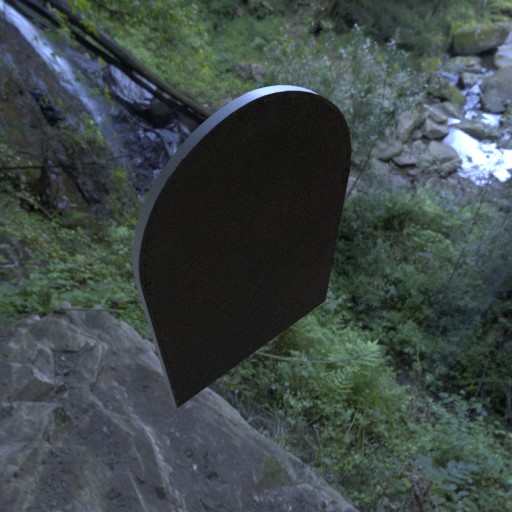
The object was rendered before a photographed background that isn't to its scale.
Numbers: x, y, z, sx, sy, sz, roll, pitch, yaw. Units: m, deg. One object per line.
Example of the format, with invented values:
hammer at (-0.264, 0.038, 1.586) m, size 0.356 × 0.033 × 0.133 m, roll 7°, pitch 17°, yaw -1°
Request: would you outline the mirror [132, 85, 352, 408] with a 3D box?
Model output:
mirror at (0.000, 0.000, 1.198) m, size 0.660 × 0.920 × 0.032 m, roll -31°, pitch 54°, yaw -26°
